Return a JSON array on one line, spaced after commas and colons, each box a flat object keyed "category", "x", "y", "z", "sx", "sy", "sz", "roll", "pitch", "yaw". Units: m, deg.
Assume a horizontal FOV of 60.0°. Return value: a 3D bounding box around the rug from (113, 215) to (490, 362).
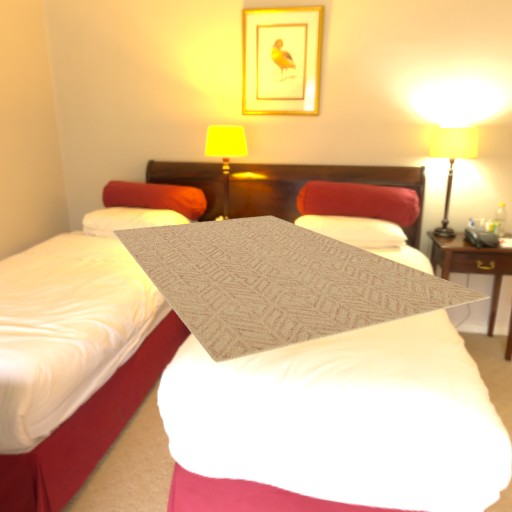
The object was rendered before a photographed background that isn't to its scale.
[{"category": "rug", "x": 0.000, "y": 0.000, "z": 3.022, "sx": 1.523, "sy": 0.008, "sz": 2.438, "roll": -8, "pitch": 18, "yaw": -25}]
